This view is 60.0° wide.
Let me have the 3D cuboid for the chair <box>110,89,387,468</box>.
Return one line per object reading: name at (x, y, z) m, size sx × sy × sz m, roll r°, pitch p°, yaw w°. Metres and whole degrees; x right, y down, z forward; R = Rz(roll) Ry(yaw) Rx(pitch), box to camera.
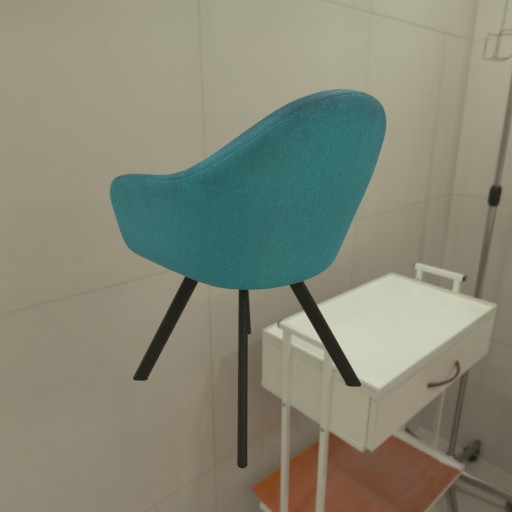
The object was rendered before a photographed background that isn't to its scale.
chair at (0.000, 0.000, 1.131) m, size 0.540 × 0.780 × 0.570 m, roll -16°, pitch 24°, yaw -41°
